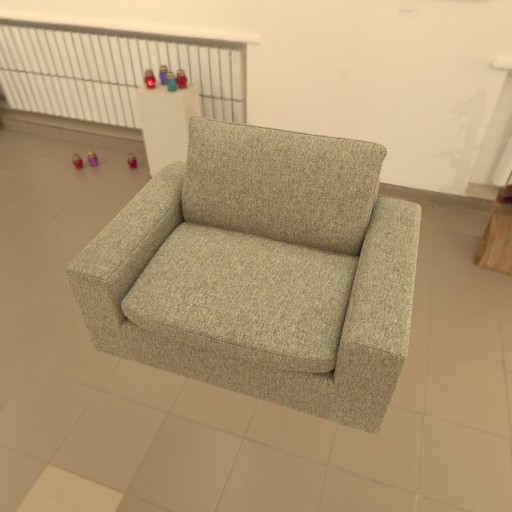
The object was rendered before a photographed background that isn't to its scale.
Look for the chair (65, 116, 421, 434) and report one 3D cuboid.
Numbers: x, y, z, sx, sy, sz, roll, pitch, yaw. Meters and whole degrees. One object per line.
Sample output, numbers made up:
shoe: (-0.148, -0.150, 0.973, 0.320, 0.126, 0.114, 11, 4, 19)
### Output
chair: (0.000, 0.000, 2.067, 1.398, 0.915, 1.039, 12, 42, 14)
